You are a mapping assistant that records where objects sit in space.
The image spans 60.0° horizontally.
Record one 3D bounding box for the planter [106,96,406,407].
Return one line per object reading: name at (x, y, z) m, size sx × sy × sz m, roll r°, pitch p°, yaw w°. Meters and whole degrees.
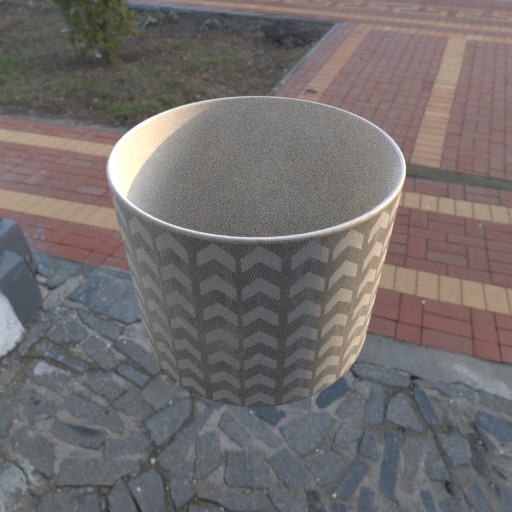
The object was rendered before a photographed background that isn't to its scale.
planter at (0.000, 0.000, 0.348) m, size 0.190 × 0.181 × 0.190 m, roll 0°, pitch 40°, yaw 0°
